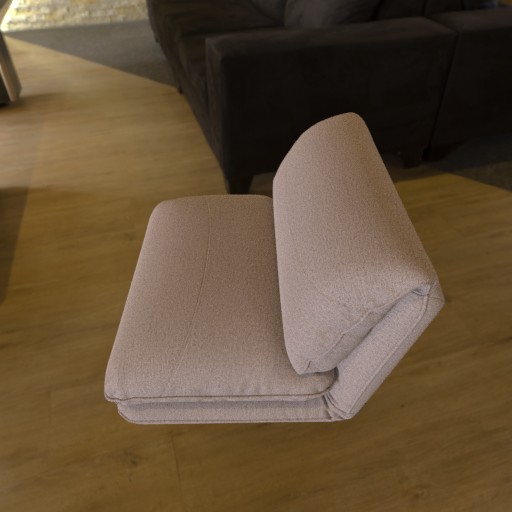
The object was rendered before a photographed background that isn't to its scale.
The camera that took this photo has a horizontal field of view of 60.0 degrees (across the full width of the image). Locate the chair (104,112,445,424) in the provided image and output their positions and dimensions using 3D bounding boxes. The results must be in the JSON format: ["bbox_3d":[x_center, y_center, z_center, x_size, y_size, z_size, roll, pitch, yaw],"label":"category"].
[{"bbox_3d":[0.000,0.000,1.315,0.780,0.580,0.820,0,41,-1],"label":"chair"}]
